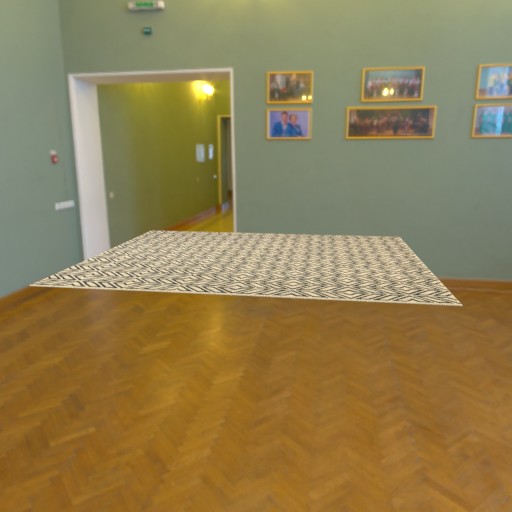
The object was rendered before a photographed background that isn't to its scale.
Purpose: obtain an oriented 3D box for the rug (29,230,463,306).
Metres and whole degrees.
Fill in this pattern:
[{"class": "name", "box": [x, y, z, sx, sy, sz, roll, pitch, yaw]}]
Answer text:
[{"class": "rug", "box": [0.000, 0.000, 4.232, 3.045, 0.008, 2.421, 2, 13, 8]}]
